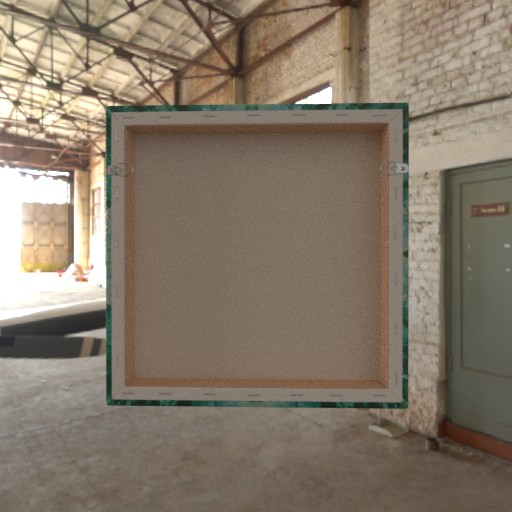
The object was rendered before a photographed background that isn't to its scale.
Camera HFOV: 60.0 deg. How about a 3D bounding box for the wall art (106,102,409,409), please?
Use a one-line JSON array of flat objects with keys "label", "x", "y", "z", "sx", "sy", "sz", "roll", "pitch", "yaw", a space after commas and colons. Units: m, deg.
[{"label": "wall art", "x": 0.000, "y": 0.000, "z": 0.471, "sx": 0.313, "sy": 0.313, "sz": 0.033, "roll": 0, "pitch": 0, "yaw": 2}]
